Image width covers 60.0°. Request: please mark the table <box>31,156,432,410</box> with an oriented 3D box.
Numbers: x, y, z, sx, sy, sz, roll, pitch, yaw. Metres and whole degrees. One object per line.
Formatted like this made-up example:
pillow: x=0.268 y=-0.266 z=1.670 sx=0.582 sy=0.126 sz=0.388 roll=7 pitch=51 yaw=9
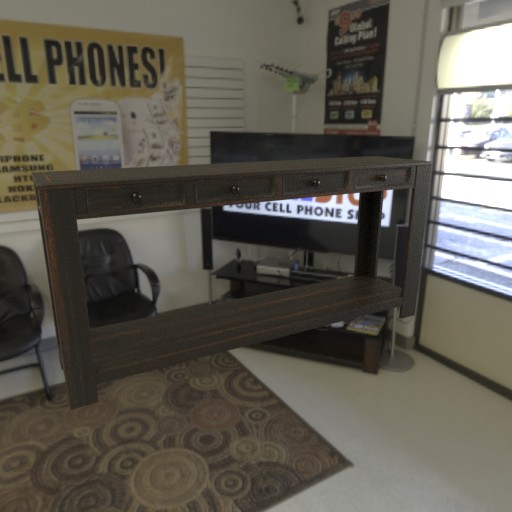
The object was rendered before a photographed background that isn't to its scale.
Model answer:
table: x=0.000 y=0.000 z=1.914 sx=1.631 sy=0.762 sz=0.384 roll=-9 pitch=19 yaw=-27
